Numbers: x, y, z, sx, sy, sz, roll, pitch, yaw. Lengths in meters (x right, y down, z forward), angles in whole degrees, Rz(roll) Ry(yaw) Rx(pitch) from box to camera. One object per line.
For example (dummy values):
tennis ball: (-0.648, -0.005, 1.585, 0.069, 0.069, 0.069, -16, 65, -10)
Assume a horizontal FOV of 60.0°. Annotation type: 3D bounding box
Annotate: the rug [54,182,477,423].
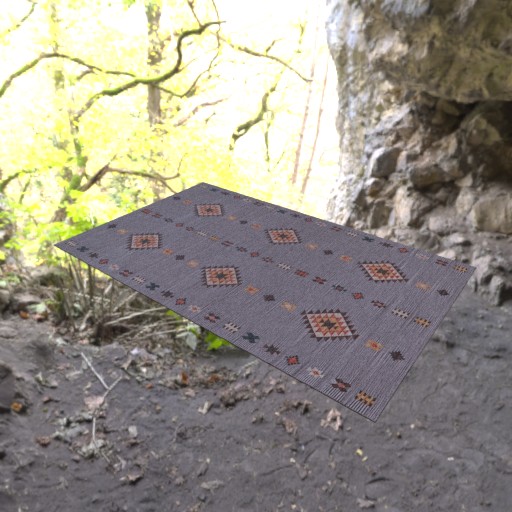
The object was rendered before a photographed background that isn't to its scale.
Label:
rug: (0.000, 0.000, 2.984, 2.427, 0.007, 1.515, 22, 37, 32)
